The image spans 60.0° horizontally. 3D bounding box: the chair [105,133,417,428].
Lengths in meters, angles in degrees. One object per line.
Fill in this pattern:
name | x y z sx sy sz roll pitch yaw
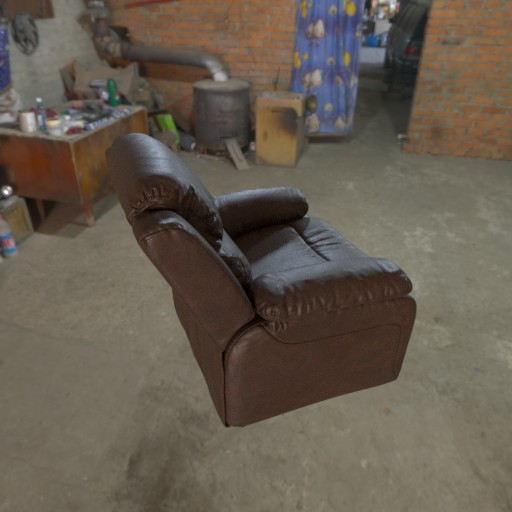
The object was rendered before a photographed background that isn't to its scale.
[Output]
chair | 0.000 0.000 1.272 0.707 0.702 0.680 -11 32 -19
